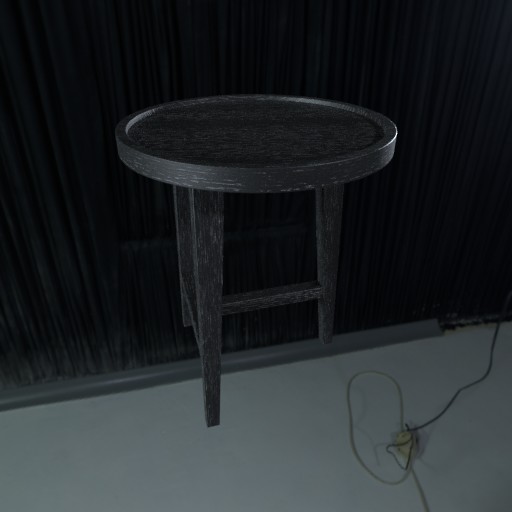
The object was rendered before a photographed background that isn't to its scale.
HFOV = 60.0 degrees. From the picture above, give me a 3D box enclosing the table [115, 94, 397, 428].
[{"bbox_3d":[0.000,0.000,0.768,0.399,0.460,0.399,0,31,0],"label":"table"}]
